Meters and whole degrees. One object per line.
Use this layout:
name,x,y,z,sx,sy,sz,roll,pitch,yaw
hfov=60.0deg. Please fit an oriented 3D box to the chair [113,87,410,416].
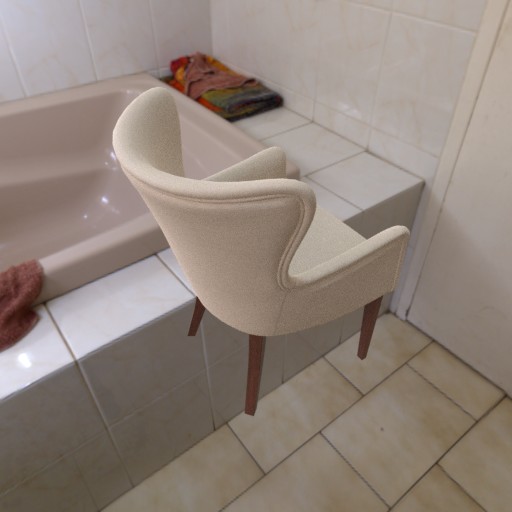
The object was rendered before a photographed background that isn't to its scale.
chair,0.000,0.000,1.482,0.744,0.990,0.696,-25,47,-26
